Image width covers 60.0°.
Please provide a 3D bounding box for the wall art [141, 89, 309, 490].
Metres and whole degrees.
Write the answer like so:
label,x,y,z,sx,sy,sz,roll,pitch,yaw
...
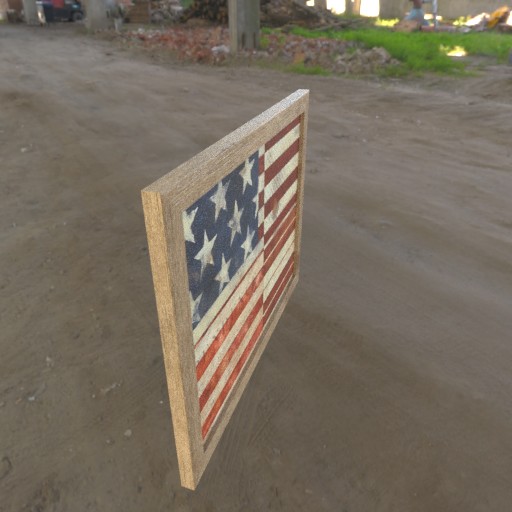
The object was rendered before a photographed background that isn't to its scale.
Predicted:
label,x,y,z,sx,sy,sz,roll,pitch,yaw
wall art,0.000,0.000,0.900,0.026,0.535,0.690,10,31,17
